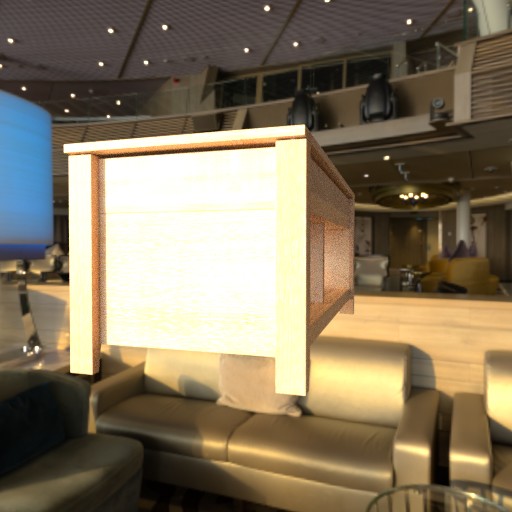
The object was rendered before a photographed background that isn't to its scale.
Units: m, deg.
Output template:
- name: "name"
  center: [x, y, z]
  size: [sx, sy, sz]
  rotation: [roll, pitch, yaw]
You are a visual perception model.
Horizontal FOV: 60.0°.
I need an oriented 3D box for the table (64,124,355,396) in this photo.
- name: "table"
  center: [0.000, 0.000, 1.294]
  size: [0.483, 0.457, 1.016]
  rotation: [0, 1, 17]
